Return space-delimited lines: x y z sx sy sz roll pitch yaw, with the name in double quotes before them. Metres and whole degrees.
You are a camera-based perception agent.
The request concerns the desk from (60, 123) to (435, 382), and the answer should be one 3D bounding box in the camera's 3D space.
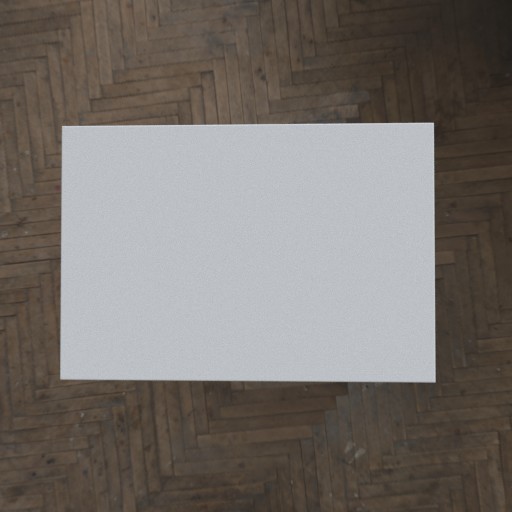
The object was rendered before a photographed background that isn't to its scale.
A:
"desk" 0.000 0.000 1.061 0.600 0.730 0.404 0 89 2
